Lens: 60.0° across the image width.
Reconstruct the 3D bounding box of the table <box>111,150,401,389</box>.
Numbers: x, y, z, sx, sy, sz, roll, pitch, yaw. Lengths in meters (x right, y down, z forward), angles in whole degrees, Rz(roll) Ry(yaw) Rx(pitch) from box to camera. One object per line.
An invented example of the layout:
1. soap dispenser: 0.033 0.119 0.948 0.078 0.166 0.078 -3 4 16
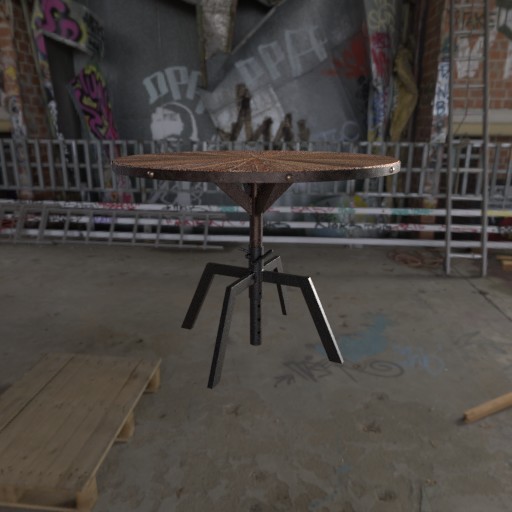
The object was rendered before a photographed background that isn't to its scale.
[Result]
1. table: 0.000 0.000 1.513 0.885 0.658 0.885 0 16 0
